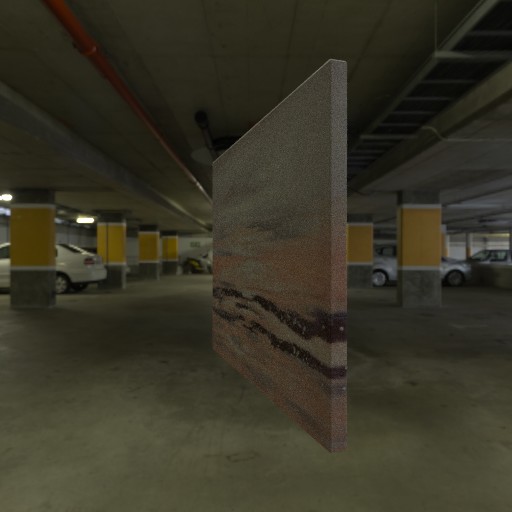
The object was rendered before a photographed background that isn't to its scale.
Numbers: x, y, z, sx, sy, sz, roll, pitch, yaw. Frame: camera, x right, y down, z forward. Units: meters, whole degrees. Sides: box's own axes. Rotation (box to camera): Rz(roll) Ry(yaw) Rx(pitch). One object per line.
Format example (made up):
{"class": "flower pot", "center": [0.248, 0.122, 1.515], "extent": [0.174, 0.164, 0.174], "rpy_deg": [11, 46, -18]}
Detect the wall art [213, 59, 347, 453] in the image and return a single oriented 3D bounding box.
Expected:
{"class": "wall art", "center": [0.000, 0.000, 1.341], "extent": [0.038, 0.763, 1.015], "rpy_deg": [0, 0, -18]}
